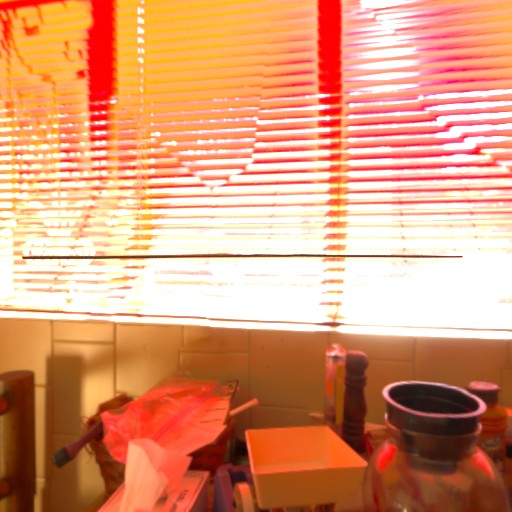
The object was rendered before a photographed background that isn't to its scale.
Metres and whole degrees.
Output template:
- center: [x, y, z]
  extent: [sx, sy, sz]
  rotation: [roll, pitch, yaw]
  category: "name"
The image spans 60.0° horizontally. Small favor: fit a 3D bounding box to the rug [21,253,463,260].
- center: [0.000, 0.000, 2.557]
  extent: [2.320, 0.032, 0.692]
  rotation: [0, 0, -18]
  category: "rug"
